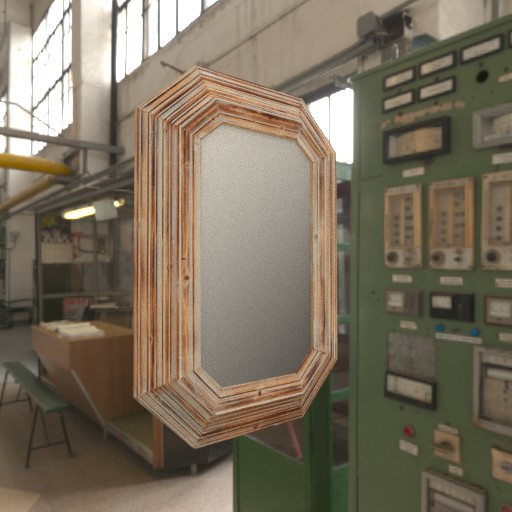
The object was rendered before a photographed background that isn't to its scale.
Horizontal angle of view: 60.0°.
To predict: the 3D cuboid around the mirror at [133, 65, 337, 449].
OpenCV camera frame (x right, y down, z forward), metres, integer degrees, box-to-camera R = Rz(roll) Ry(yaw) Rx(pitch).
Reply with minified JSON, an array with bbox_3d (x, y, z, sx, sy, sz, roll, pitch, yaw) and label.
[{"bbox_3d":[0.000,0.000,1.280,0.709,1.015,0.061,1,-2,-38],"label":"mirror"}]
